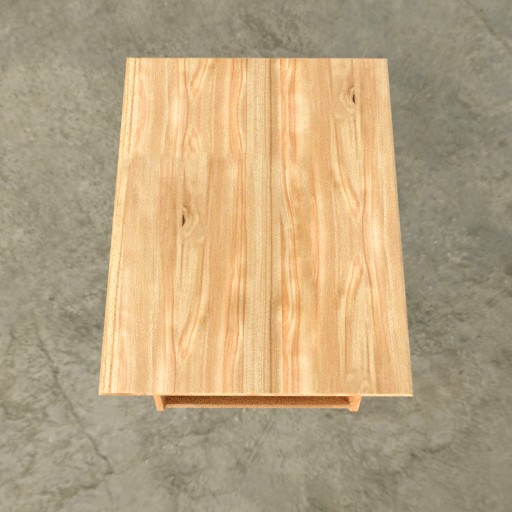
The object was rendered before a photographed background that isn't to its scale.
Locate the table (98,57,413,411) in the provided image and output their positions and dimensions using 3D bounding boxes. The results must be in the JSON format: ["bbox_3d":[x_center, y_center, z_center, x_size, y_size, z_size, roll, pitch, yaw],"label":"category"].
[{"bbox_3d":[0.000,0.000,0.837,0.380,0.515,0.530,0,76,0],"label":"table"}]
